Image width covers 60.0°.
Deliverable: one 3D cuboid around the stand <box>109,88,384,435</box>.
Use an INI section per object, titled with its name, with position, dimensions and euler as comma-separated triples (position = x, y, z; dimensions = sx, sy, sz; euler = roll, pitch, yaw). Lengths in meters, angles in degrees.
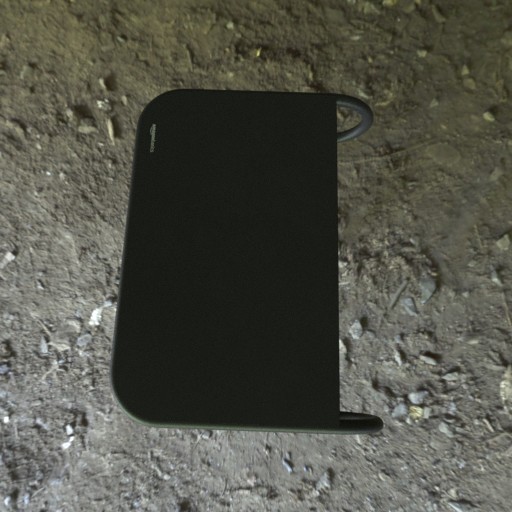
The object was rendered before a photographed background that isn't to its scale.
[stand]
position = 0.000, 0.000, 0.514
dimensions = 0.280, 0.108, 0.370
euler = 2, 76, 0
